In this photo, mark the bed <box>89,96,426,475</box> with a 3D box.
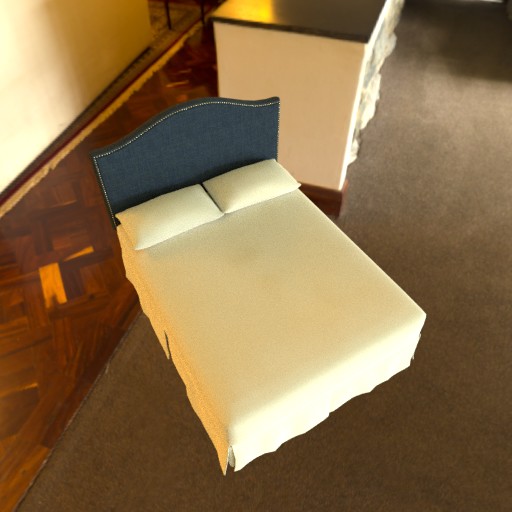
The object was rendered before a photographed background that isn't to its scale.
[{"bbox_3d":[0.000,0.000,3.317,1.713,1.518,2.153,-24,52,-20],"label":"bed"}]
